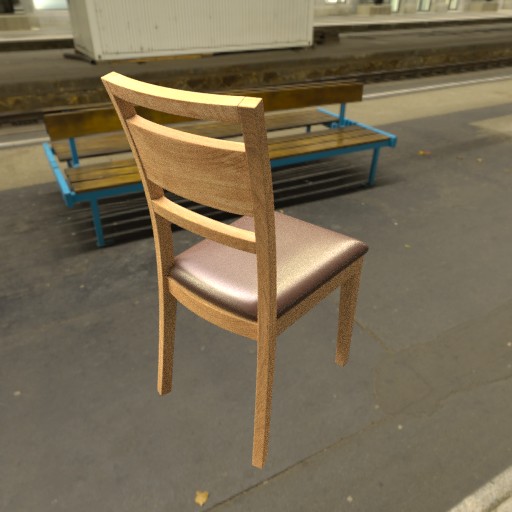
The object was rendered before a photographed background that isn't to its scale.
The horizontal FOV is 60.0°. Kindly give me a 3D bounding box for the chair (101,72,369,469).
[{"bbox_3d":[0.000,0.000,1.189,0.420,0.940,0.545,23,38,33],"label":"chair"}]
